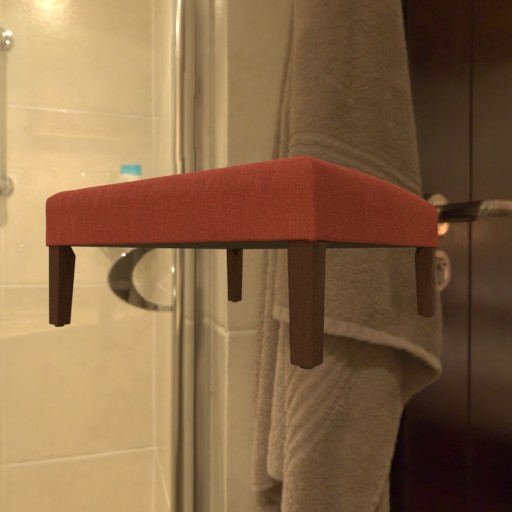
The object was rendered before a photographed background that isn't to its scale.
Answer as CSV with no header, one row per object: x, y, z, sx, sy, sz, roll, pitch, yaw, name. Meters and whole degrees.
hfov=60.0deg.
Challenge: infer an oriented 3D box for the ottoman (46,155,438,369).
0.000,0.000,1.394,0.889,0.411,0.890,0,0,36,ottoman
